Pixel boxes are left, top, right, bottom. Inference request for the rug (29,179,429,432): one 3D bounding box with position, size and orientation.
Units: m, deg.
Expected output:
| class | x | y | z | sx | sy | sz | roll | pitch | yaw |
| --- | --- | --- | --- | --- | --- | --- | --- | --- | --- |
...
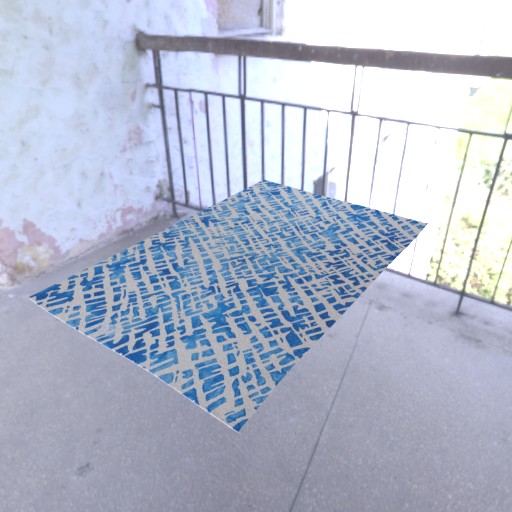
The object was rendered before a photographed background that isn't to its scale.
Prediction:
| class | x | y | z | sx | sy | sz | roll | pitch | yaw |
| --- | --- | --- | --- | --- | --- | --- | --- | --- | --- |
| rug | 0.000 | 0.000 | 2.321 | 1.209 | 0.011 | 1.830 | 21 | 37 | 31 |
